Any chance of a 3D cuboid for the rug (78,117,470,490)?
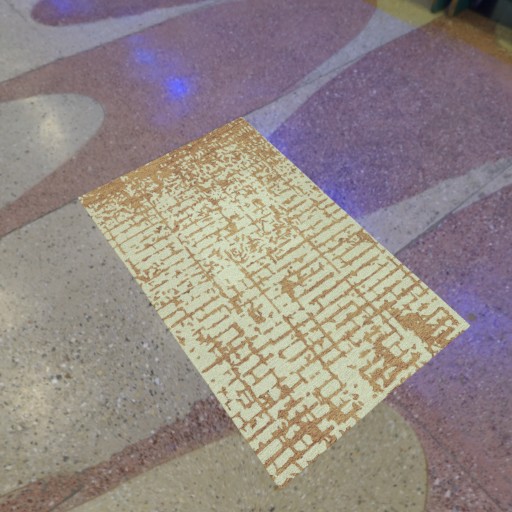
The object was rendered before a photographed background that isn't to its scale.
[{"bbox_3d":[0.000,0.000,3.042,1.517,0.011,2.435,-32,63,-19],"label":"rug"}]
